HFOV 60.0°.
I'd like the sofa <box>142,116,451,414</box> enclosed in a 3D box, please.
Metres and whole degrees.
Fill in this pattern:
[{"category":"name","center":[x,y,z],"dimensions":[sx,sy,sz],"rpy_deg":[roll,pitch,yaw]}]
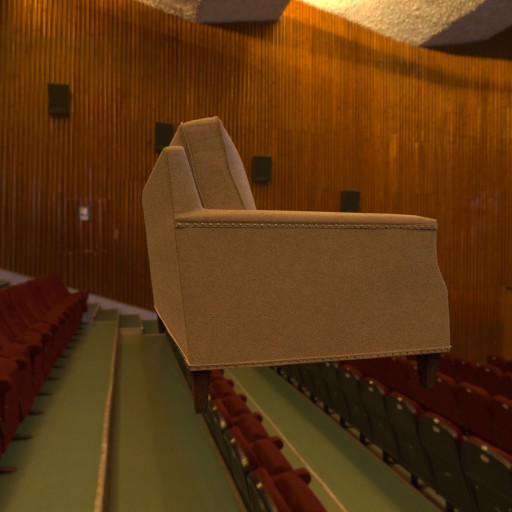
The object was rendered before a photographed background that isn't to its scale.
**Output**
[{"category":"sofa","center":[0.000,0.000,2.259],"dimensions":[1.084,1.002,1.597],"rpy_deg":[0,1,-17]}]
